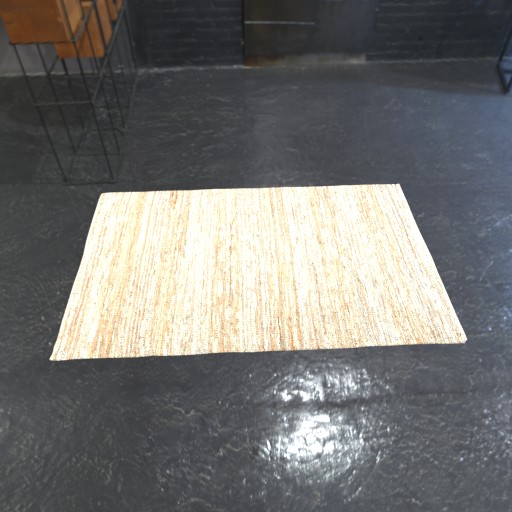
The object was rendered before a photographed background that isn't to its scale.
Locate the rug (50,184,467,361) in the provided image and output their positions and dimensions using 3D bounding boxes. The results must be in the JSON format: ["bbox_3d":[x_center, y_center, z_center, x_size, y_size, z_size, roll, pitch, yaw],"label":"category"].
[{"bbox_3d":[0.000,0.000,3.101,2.446,0.009,1.529,-2,47,-2],"label":"rug"}]
